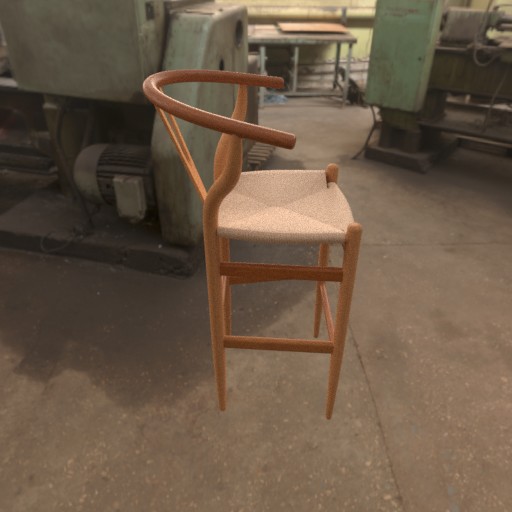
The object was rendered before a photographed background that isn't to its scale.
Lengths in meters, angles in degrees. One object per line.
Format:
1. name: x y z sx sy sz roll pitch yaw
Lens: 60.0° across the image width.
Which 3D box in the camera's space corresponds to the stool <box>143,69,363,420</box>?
1. stool: 0.000 0.000 1.401 0.561 1.068 0.574 0 33 0
